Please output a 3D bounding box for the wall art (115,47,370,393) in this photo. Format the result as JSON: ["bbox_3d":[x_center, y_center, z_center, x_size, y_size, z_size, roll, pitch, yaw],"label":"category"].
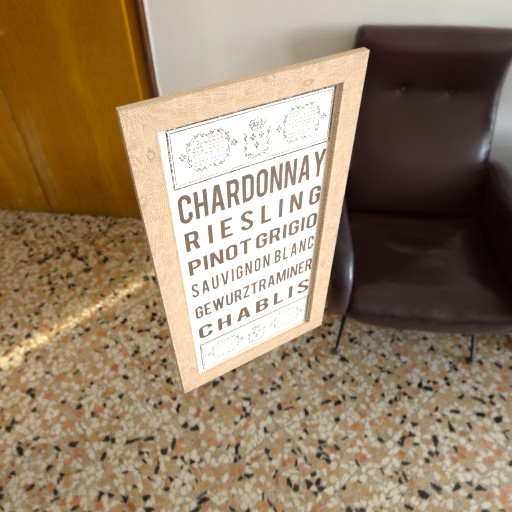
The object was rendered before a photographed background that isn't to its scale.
[{"bbox_3d":[0.000,0.000,0.834,0.381,0.683,0.013,-22,49,-21],"label":"wall art"}]
